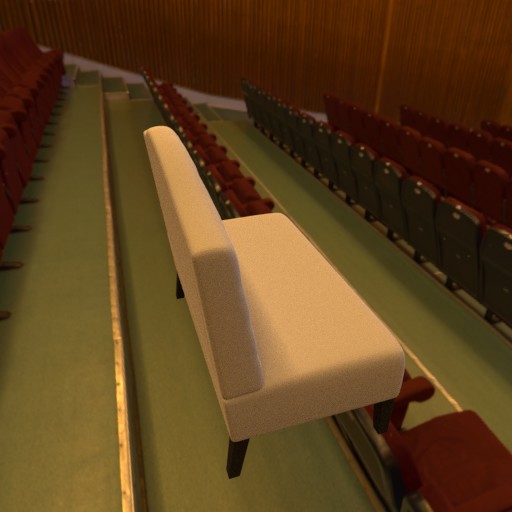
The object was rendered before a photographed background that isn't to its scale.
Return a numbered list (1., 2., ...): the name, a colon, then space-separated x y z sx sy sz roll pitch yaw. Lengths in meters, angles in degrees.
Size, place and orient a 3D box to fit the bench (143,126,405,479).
1. bench: 0.000 0.000 2.044 0.815 1.180 1.335 -9 32 -15
